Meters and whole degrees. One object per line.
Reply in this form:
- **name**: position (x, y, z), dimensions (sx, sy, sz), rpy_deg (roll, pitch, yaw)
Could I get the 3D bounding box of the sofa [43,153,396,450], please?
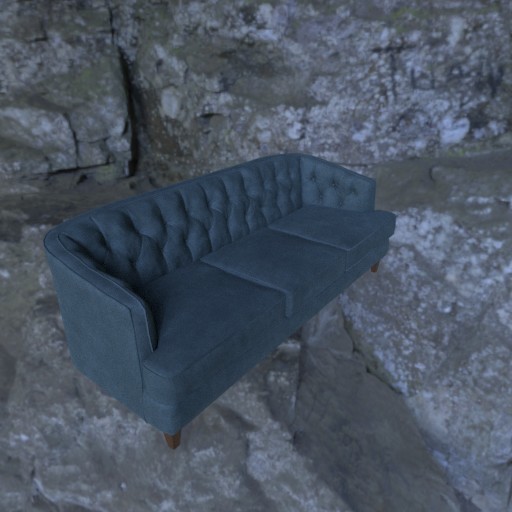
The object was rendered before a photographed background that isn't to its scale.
- **sofa**: position (0.000, 0.000, 2.717), dimensions (0.941, 0.855, 2.278), rpy_deg (18, 31, 33)
